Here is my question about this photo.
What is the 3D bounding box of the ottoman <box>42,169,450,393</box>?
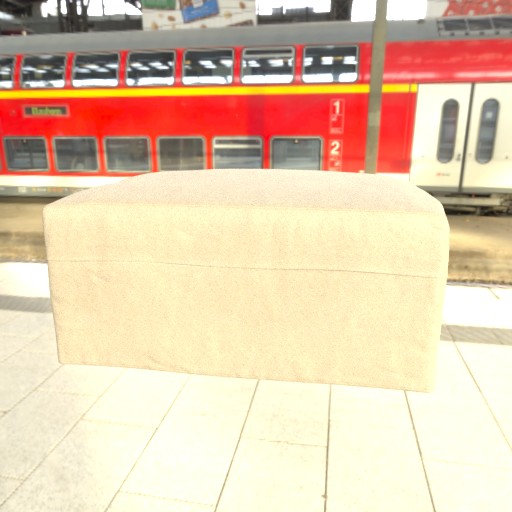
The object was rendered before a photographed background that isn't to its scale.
[{"bbox_3d":[0.000,0.000,1.199,0.872,0.444,0.590,2,16,8],"label":"ottoman"}]
